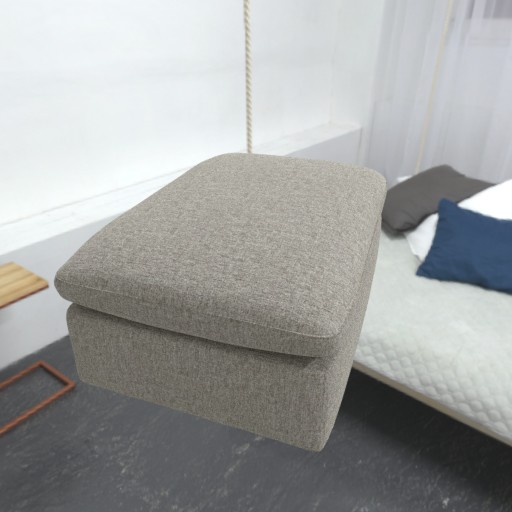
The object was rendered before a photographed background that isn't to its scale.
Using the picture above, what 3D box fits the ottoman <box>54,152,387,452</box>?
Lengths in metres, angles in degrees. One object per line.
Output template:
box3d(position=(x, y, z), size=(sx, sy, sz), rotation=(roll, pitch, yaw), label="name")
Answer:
box3d(position=(0.000, 0.000, 1.354), size=(0.694, 0.451, 0.977), rotation=(10, 31, 17), label="ottoman")
